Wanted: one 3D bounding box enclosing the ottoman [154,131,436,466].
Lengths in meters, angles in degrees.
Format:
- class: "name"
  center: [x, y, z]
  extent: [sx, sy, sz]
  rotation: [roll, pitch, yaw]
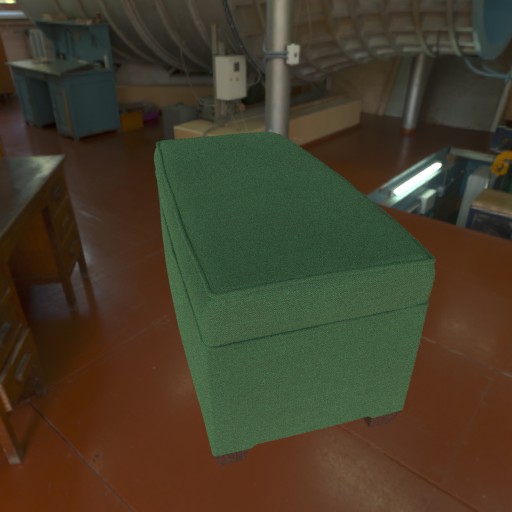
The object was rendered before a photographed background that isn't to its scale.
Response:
- class: "ottoman"
  center: [0.000, 0.000, 1.236]
  extent: [0.483, 0.471, 0.957]
  rotation: [-8, 31, -14]
